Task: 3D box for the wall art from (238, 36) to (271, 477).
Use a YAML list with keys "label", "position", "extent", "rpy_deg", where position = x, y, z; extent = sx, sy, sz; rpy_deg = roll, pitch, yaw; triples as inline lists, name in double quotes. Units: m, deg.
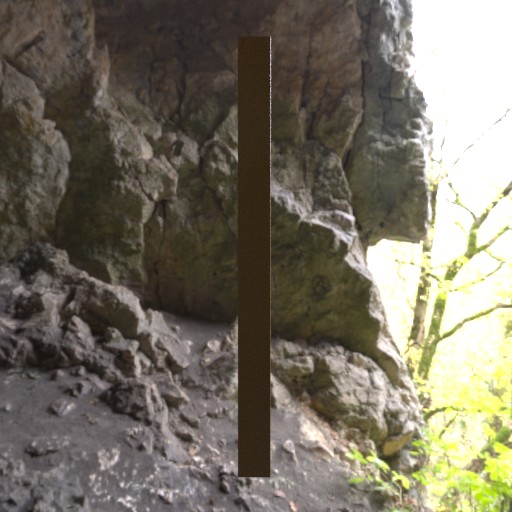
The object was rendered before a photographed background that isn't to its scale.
- label: "wall art"
  position: [0.000, 0.000, 0.769]
  extent: [0.038, 0.511, 0.513]
  rpy_deg: [0, 0, 0]
